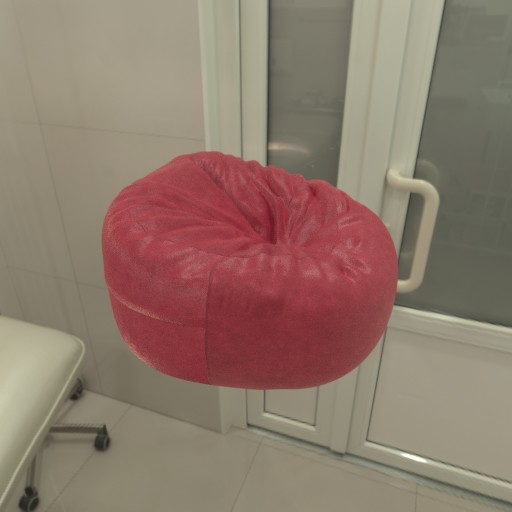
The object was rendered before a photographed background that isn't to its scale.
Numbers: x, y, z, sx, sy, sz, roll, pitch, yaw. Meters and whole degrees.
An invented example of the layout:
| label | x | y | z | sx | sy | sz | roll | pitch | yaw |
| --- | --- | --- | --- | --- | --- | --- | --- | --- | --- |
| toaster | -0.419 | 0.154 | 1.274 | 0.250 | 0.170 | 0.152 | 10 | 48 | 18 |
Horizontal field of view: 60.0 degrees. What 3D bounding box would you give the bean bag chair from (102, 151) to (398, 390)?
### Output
| label | x | y | z | sx | sy | sz | roll | pitch | yaw |
| --- | --- | --- | --- | --- | --- | --- | --- | --- | --- |
| bean bag chair | 0.000 | 0.000 | 2.459 | 1.524 | 0.878 | 1.524 | 10 | 31 | 18 |
